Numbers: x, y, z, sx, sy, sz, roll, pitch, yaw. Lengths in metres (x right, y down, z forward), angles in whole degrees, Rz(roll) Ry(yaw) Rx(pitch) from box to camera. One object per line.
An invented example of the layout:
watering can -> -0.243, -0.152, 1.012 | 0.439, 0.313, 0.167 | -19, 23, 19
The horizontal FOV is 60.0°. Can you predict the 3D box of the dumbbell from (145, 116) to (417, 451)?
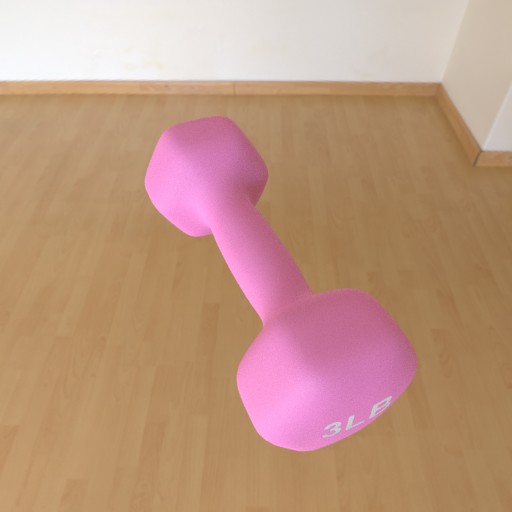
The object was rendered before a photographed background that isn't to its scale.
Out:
dumbbell -> 0.000, 0.000, 0.192 | 0.064, 0.058, 0.159 | -18, 50, -16
